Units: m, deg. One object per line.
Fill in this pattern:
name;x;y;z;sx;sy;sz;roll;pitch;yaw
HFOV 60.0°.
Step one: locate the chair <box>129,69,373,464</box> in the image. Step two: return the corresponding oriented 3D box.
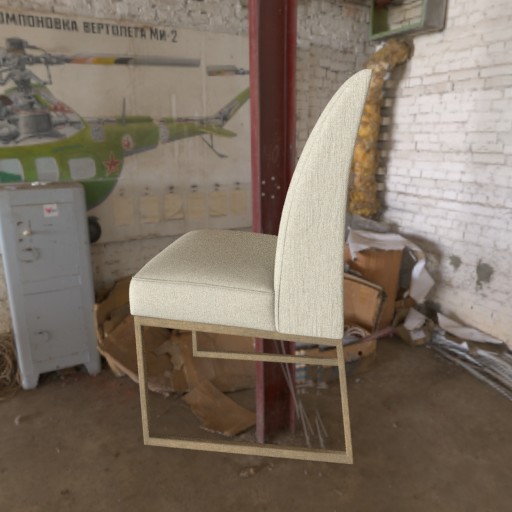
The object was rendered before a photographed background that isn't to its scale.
chair;0.000;0.000;1.180;0.522;0.863;0.508;2;16;7
